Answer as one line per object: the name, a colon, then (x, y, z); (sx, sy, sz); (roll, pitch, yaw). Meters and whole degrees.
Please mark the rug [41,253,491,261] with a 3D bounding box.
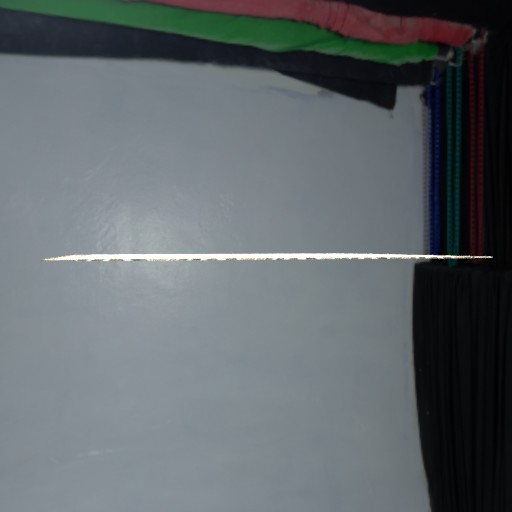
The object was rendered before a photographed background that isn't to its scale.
rug: (0.000, 0.000, 2.243); (1.829, 0.008, 1.219); (0, 1, -18)
